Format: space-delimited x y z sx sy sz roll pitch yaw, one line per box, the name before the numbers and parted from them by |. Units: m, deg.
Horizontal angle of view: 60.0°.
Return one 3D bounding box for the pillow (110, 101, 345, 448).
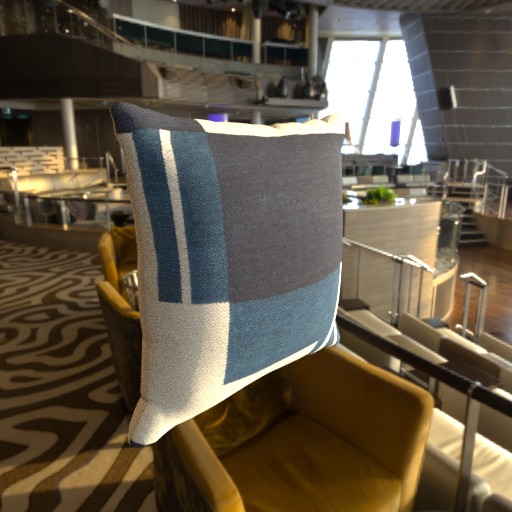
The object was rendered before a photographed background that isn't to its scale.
pillow | 0.000 0.000 0.788 0.229 0.506 0.536 13 19 43
